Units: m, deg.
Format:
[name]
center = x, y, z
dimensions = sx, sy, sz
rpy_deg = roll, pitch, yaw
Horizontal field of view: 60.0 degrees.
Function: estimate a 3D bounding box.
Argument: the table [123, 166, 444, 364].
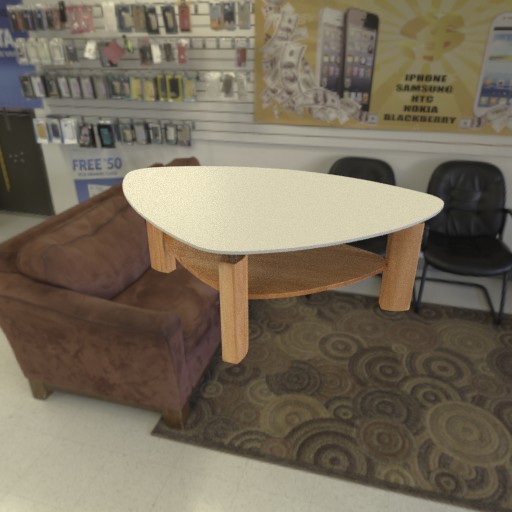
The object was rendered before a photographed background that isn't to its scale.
[table]
center = 0.000, 0.000, 1.656
dimensions = 1.250, 0.440, 0.850
rpy_deg = 8, 27, 17
